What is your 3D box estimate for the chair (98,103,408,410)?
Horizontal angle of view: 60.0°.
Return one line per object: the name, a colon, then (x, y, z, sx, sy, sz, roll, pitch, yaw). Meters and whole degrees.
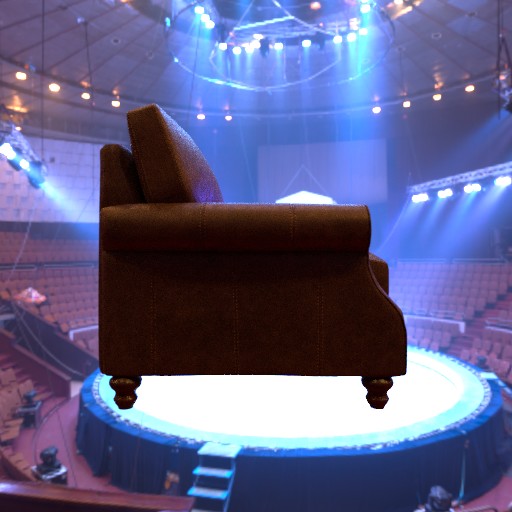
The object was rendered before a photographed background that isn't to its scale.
chair: (0.000, 0.000, 1.770, 1.002, 0.976, 0.996, 0, -1, 0)
